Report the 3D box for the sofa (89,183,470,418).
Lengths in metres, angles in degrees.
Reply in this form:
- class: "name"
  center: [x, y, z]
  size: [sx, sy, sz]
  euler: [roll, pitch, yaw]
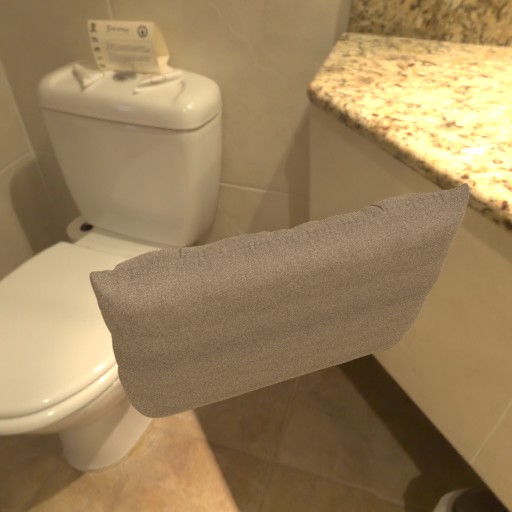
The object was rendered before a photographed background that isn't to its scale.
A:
- class: "sofa"
  center: [0.000, 0.000, 1.702]
  size: [1.144, 0.795, 0.847]
  euler: [-13, 43, -14]
